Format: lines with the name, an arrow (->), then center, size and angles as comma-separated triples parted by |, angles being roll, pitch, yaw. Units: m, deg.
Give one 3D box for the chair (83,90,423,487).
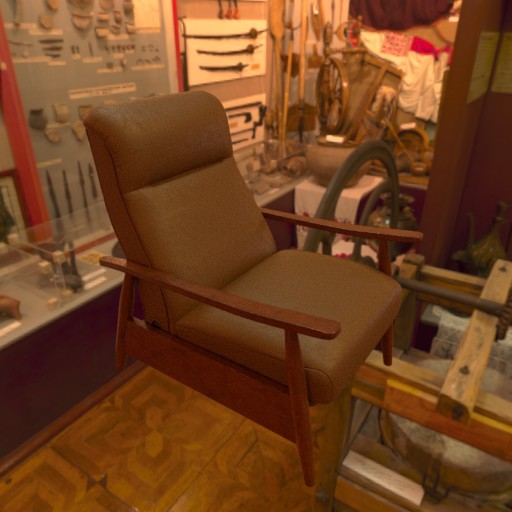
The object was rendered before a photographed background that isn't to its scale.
chair -> 0.000, 0.000, 1.684 | 1.014, 1.082, 0.762 | 18, 32, 31
